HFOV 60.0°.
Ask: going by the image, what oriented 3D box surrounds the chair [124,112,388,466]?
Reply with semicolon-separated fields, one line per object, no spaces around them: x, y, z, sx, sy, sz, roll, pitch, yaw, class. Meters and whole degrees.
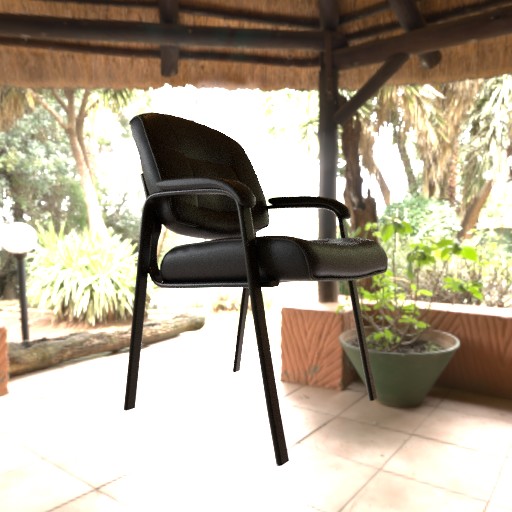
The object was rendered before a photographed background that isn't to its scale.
0.000;0.000;1.339;0.668;0.910;0.591;1;1;37;chair
